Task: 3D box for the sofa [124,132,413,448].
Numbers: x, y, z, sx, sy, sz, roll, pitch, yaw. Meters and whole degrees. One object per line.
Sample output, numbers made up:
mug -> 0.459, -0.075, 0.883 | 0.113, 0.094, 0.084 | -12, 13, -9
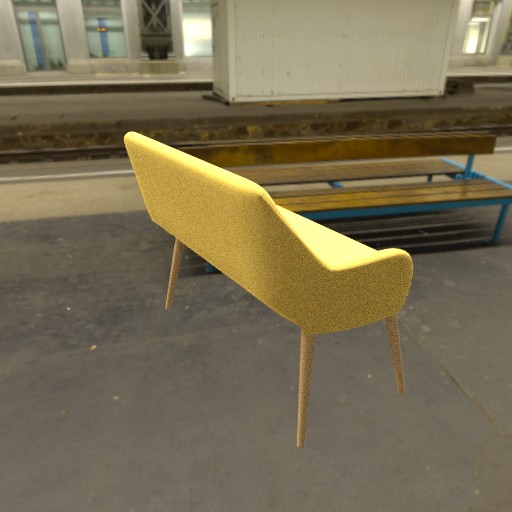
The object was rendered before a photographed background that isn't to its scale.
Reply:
sofa -> 0.000, 0.000, 1.618 | 0.610, 0.840, 1.150 | -18, 32, -31
